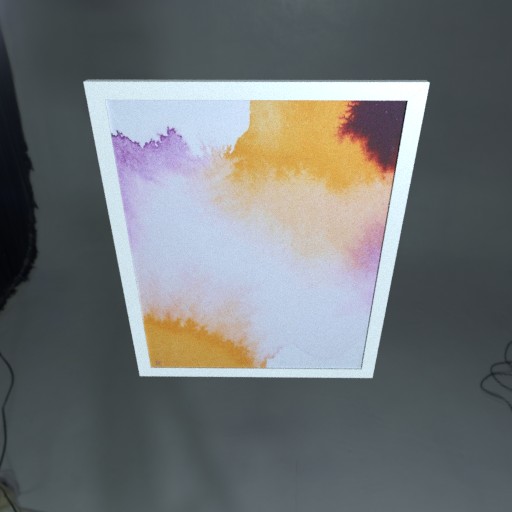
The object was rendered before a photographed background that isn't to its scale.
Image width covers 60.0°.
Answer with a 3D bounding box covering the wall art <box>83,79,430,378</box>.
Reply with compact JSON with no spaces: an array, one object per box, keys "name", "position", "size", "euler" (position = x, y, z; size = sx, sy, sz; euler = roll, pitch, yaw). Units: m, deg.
[{"name":"wall art","position":[0.000,0.000,0.612],"size":[0.382,0.456,0.013],"euler":[0,31,1]}]
